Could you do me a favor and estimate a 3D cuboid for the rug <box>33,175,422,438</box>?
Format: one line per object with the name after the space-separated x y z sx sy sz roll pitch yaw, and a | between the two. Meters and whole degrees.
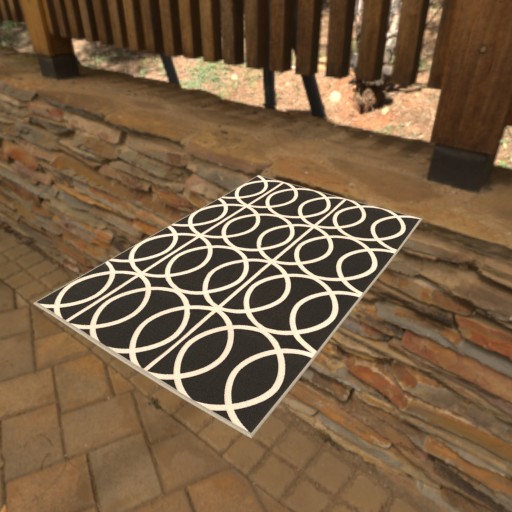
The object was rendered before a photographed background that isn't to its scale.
0.000 0.000 2.946 1.528 0.014 2.294 20 38 28 | rug
